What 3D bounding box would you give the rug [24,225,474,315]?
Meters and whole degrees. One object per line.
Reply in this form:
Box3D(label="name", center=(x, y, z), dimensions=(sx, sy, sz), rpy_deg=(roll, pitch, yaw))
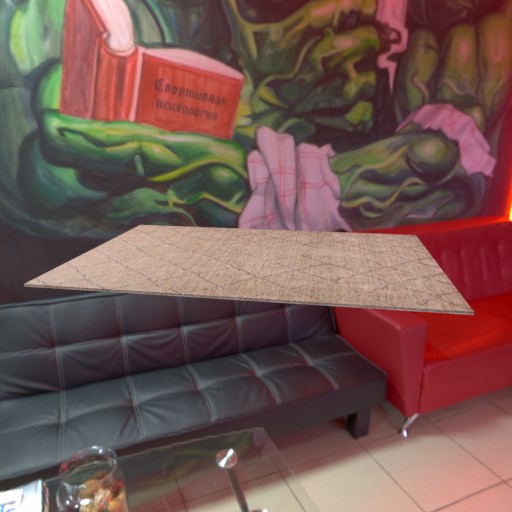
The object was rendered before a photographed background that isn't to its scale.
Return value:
Box3D(label="rug", center=(0.000, 0.000, 2.925), dimensions=(2.280, 0.015, 1.521), rpy_deg=(3, 16, 9))
